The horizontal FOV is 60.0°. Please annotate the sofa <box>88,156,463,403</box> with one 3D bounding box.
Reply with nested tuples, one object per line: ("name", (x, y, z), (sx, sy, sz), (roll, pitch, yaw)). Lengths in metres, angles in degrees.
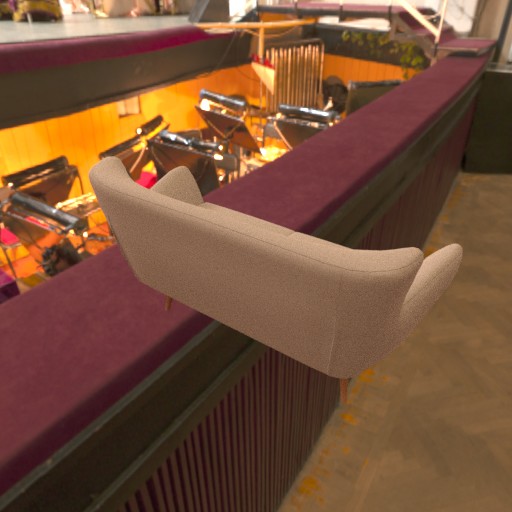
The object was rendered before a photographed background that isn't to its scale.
("sofa", (0.000, 0.000, 2.448), (1.930, 0.890, 0.899), (21, 37, 30))
